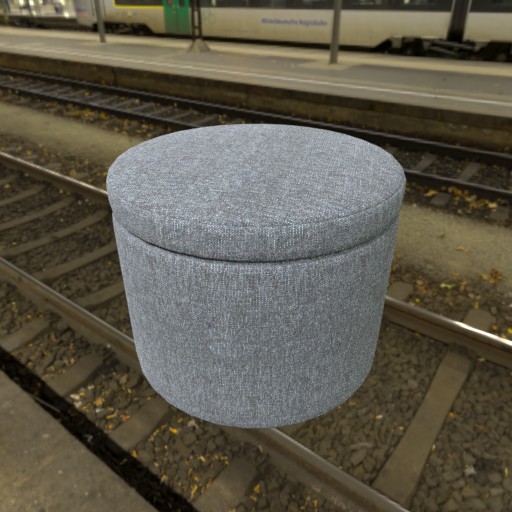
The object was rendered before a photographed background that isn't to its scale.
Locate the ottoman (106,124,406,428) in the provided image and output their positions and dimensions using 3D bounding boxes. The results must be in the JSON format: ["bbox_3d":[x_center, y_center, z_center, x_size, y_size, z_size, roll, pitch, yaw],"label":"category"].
[{"bbox_3d":[0.000,0.000,0.859,0.500,0.419,0.500,0,30,0],"label":"ottoman"}]
